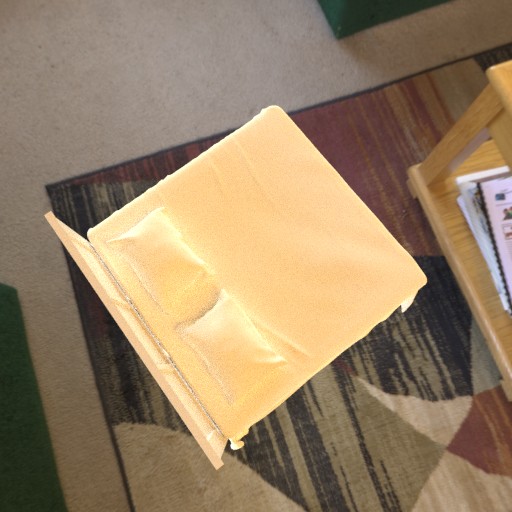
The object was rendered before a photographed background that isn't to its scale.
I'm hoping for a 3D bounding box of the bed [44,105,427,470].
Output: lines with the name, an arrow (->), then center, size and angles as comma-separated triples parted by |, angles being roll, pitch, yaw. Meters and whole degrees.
bed -> 0.000, 0.000, 3.598 | 2.215, 1.273, 2.317 | -36, 79, -8
